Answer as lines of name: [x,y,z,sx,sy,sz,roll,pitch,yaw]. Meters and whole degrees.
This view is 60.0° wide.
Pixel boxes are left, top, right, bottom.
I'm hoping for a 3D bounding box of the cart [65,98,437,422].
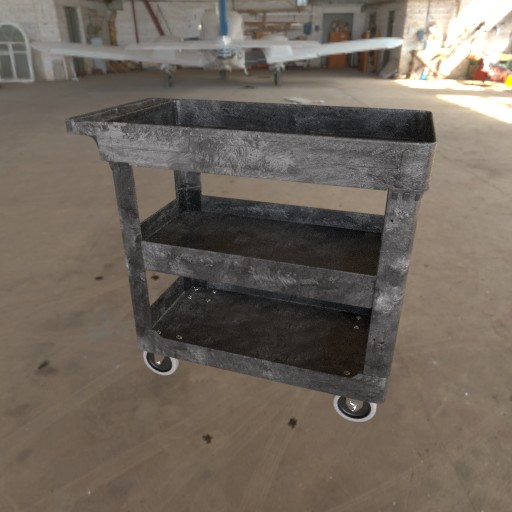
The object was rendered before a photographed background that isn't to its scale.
cart: [0.000,0.000,1.337,0.877,0.824,0.420,8,28,16]
